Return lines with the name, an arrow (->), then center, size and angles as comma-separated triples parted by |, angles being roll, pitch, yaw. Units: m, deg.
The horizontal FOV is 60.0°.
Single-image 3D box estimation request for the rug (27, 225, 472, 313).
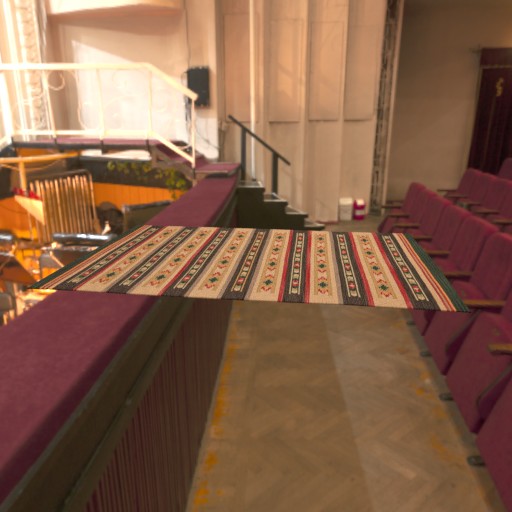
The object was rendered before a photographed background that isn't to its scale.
rug -> 0.000, 0.000, 2.363 | 1.825, 0.009, 1.221 | 2, 17, 8
